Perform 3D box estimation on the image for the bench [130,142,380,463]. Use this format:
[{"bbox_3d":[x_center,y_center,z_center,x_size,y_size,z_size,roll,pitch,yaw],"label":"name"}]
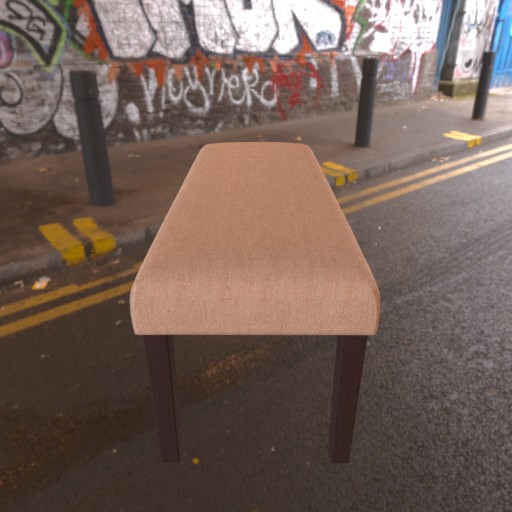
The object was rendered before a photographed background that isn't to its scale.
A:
[{"bbox_3d":[0.000,0.000,1.230,0.407,0.456,1.013,0,26,0],"label":"bench"}]
